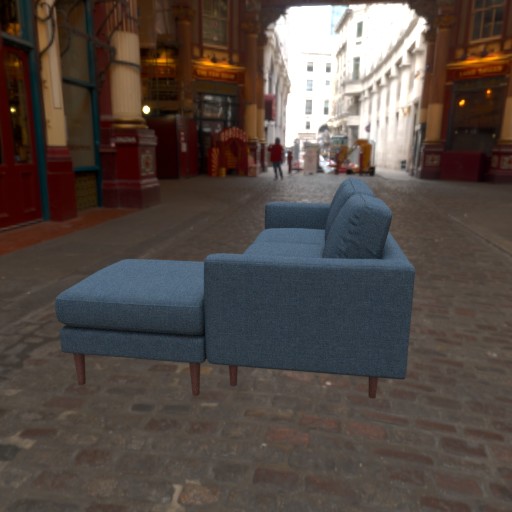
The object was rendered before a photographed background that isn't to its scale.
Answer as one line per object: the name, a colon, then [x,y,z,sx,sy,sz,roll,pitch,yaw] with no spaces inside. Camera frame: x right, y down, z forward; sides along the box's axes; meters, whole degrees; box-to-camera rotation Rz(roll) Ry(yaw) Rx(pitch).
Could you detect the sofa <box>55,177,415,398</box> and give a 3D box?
sofa: [0.000,0.000,2.970,1.667,0.957,2.055,2,14,9]
